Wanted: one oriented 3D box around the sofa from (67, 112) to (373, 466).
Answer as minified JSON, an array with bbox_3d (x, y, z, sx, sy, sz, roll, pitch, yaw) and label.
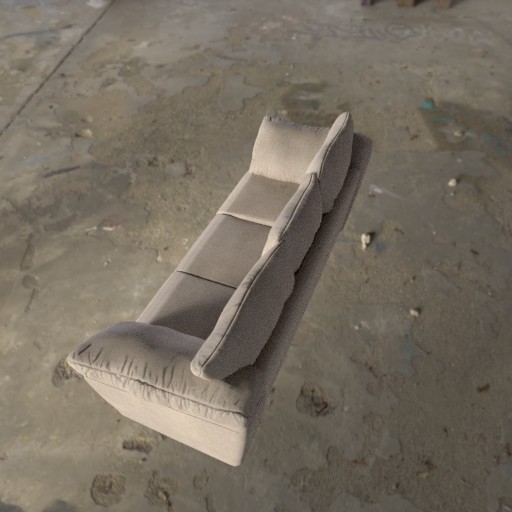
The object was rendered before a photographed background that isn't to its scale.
[{"bbox_3d":[0.000,0.000,2.756,0.878,0.996,2.334,17,49,16],"label":"sofa"}]
